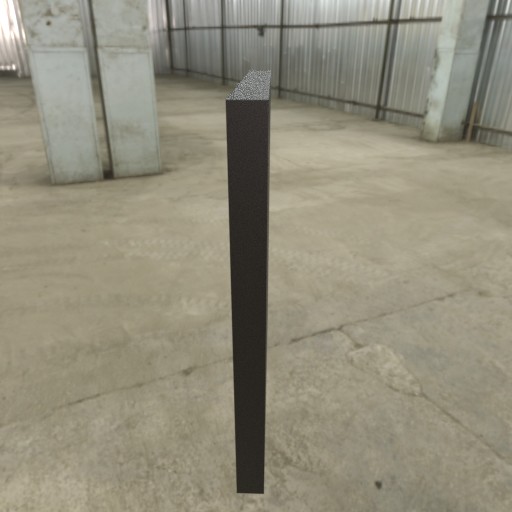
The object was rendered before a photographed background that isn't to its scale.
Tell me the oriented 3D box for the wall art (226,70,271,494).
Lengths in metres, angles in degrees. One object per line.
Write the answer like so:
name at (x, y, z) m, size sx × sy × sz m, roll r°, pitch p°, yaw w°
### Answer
wall art at (0.000, 0.000, 0.515) m, size 0.028 × 0.380 × 0.325 m, roll 1°, pitch 26°, yaw 2°
